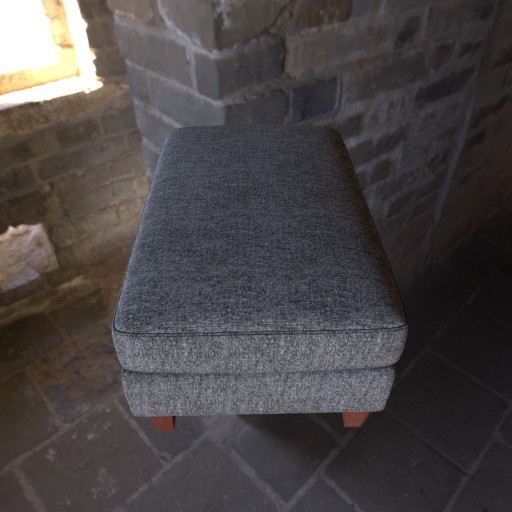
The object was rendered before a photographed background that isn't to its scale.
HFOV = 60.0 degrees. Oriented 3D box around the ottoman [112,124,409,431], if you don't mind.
[{"bbox_3d":[0.000,0.000,1.245,0.584,0.483,0.864,-1,41,-1],"label":"ottoman"}]
